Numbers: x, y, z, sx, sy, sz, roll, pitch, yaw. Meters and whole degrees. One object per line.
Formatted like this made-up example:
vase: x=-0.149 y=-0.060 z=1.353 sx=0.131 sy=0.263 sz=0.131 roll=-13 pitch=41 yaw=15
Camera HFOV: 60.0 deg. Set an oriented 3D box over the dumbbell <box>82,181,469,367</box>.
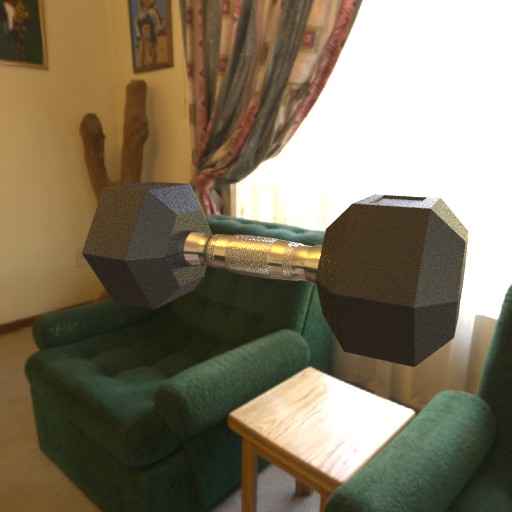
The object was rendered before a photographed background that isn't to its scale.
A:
dumbbell: x=0.000 y=0.000 z=0.350 sx=0.297 sy=0.101 sz=0.116 roll=8 pitch=16 yaw=27
